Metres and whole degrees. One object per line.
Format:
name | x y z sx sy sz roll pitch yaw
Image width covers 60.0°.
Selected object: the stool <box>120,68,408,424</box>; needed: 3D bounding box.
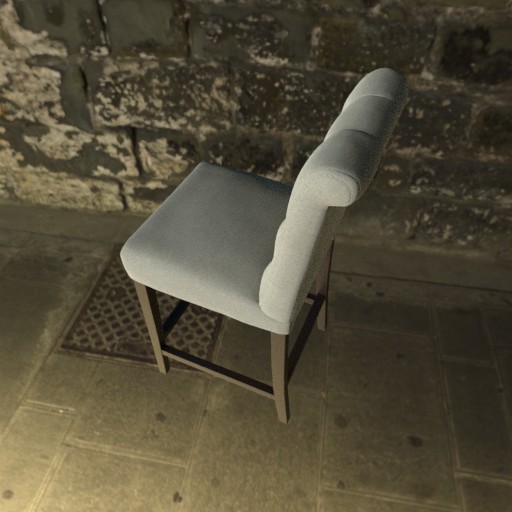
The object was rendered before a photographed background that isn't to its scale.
stool | 0.000 0.000 1.324 0.601 1.040 0.493 18 48 17
